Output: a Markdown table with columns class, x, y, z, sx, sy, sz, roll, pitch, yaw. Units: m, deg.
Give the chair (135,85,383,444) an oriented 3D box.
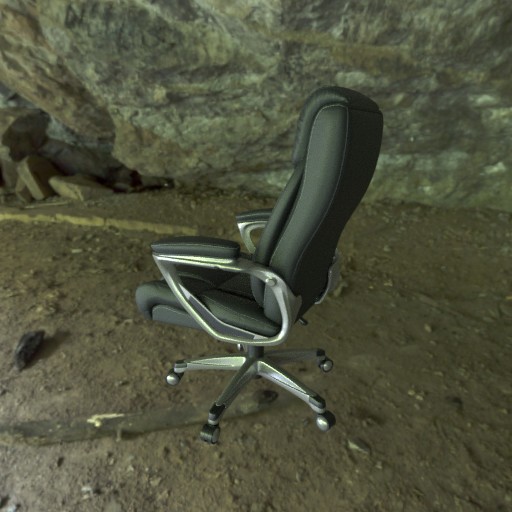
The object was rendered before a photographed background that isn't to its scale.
| class | x | y | z | sx | sy | sz | roll | pitch | yaw |
| --- | --- | --- | --- | --- | --- | --- | --- | --- | --- |
| chair | 0.000 | 0.000 | 1.674 | 0.784 | 1.167 | 0.741 | 8 | 17 | 25 |
